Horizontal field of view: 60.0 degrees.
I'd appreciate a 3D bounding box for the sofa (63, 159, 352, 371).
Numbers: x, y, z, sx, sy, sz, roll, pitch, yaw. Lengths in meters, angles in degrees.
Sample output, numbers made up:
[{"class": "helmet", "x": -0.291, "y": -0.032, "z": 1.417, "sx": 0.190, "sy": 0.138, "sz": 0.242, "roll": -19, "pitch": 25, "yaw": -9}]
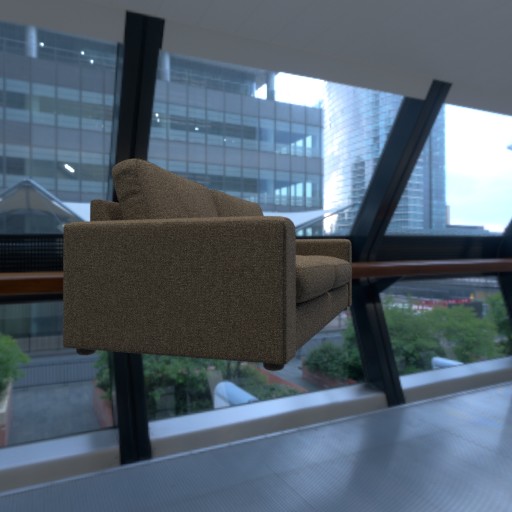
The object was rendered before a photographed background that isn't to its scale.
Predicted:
[{"class": "sofa", "x": 0.000, "y": 0.000, "z": 2.748, "sx": 1.016, "sy": 0.873, "sz": 2.179, "roll": 0, "pitch": 0, "yaw": 18}]
